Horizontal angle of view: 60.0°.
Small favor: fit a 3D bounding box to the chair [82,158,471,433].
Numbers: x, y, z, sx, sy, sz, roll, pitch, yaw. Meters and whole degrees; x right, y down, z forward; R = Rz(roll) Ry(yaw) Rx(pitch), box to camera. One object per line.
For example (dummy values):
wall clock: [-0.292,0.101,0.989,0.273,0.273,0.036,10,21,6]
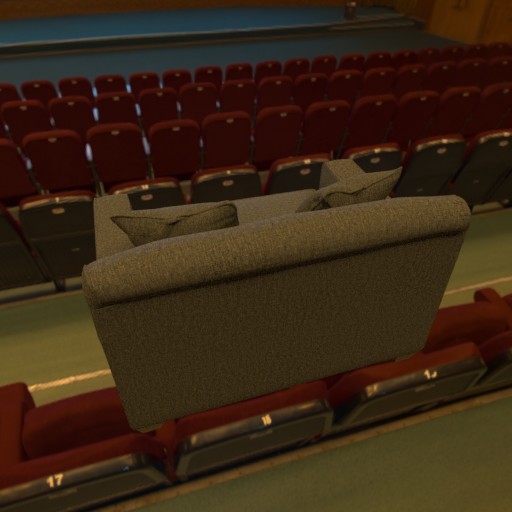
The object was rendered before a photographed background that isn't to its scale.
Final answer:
chair: [0.000,0.000,2.068,1.383,0.948,1.000,-11,41,-13]
